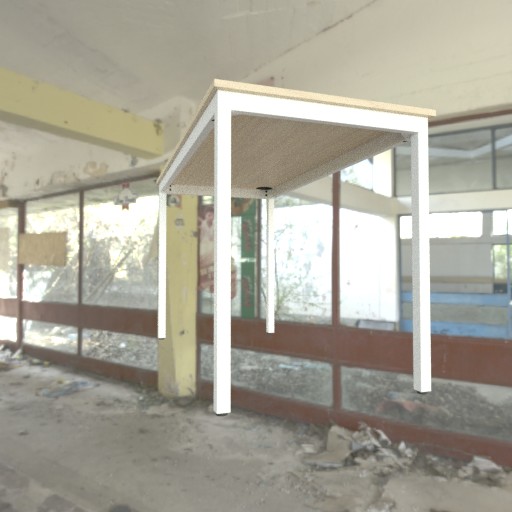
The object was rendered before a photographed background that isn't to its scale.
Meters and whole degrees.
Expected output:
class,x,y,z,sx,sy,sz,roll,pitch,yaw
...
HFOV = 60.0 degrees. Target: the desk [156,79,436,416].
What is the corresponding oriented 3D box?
class,x,y,z,sx,sy,sz,roll,pitch,yaw
desk,0.000,0.000,1.633,0.600,0.750,1.200,1,-2,-19
